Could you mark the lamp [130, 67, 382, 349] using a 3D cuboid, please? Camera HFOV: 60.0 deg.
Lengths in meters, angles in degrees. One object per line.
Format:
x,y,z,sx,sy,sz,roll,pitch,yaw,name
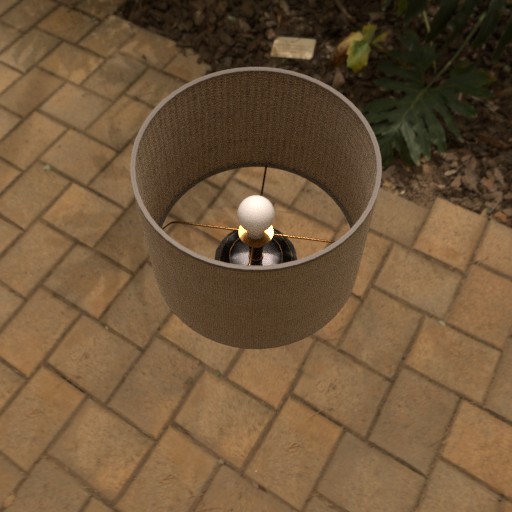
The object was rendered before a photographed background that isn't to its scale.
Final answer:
0.000,0.000,0.842,0.376,0.594,0.376,0,64,0,lamp
